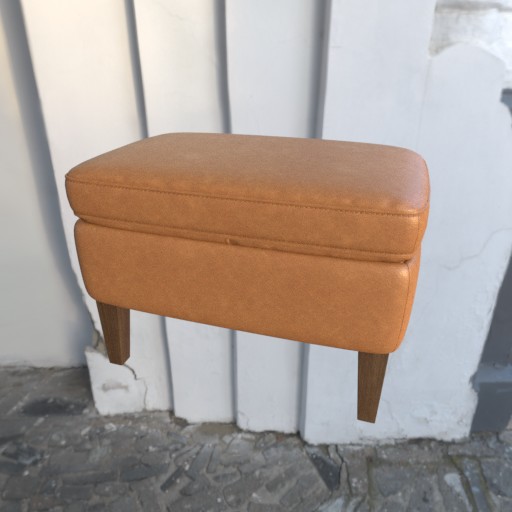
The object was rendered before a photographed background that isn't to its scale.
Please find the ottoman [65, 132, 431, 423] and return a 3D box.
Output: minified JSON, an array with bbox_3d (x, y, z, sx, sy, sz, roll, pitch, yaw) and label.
[{"bbox_3d":[0.000,0.000,0.987,0.670,0.480,0.420,8,27,16],"label":"ottoman"}]
